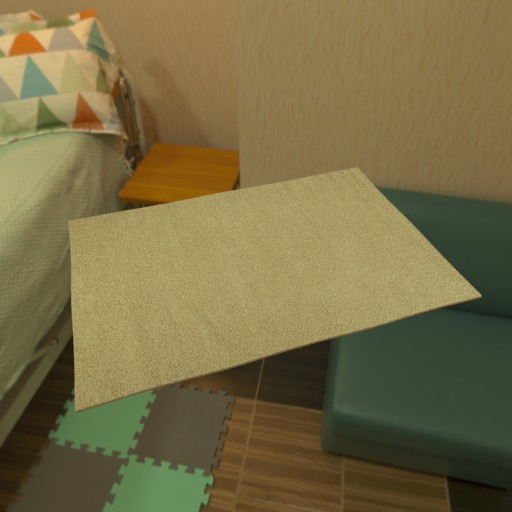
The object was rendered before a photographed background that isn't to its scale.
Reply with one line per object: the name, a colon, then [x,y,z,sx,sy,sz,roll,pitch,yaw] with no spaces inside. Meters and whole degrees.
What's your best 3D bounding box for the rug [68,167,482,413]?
rug: [0.000,0.000,3.387,2.699,0.025,1.800,-13,44,-14]
